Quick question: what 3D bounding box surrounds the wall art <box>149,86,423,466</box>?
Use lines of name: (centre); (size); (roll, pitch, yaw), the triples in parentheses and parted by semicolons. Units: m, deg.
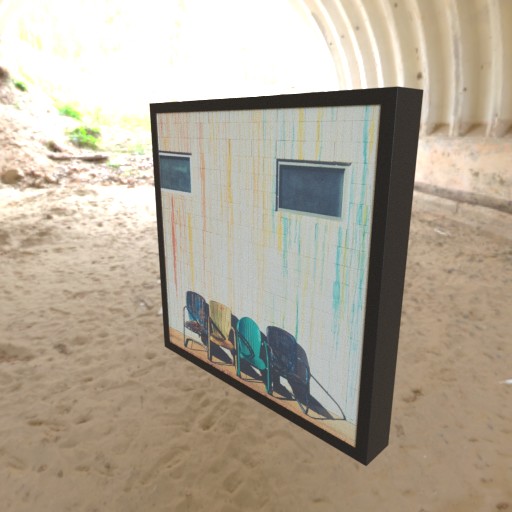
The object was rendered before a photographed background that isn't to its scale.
wall art: (0.000, 0.000, 0.451); (0.038, 0.304, 0.304); (-16, 22, -43)
